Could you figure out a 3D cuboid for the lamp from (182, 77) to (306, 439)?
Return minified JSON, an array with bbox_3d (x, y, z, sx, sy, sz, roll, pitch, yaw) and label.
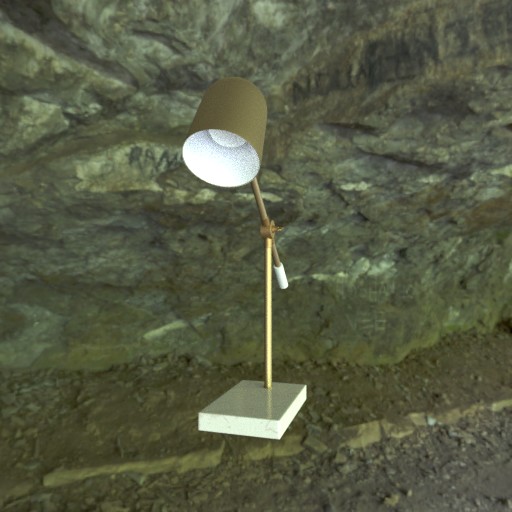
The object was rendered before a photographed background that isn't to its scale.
[{"bbox_3d":[0.000,0.000,0.849,0.144,0.603,0.471,-1,-2,17],"label":"lamp"}]
